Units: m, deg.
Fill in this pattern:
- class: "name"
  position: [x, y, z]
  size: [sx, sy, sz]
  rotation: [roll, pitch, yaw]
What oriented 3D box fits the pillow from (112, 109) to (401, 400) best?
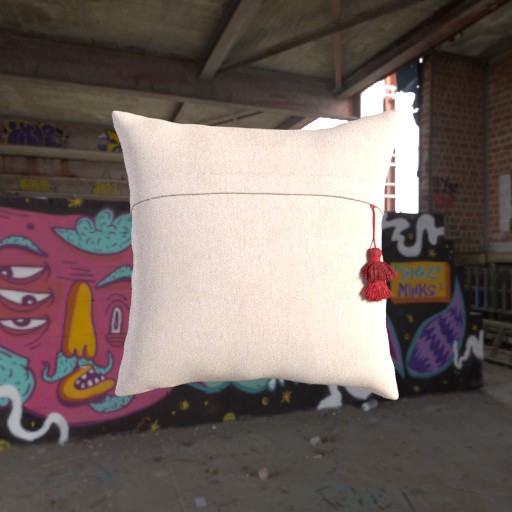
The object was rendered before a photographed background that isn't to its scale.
- class: "pillow"
  position: [0.000, 0.000, 0.673]
  size: [0.433, 0.436, 0.173]
  rotation: [0, 0, 1]
